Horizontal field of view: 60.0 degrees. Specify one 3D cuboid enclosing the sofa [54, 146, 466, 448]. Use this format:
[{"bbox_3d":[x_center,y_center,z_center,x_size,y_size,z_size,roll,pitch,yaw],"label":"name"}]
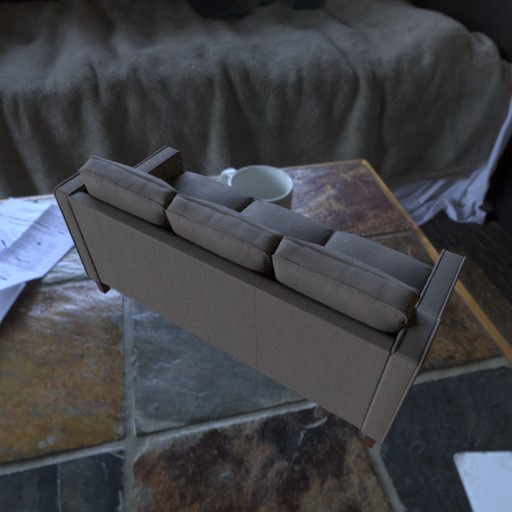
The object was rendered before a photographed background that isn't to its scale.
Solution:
[{"bbox_3d":[0.000,0.000,2.474,1.986,0.974,0.911,24,50,23],"label":"sofa"}]
